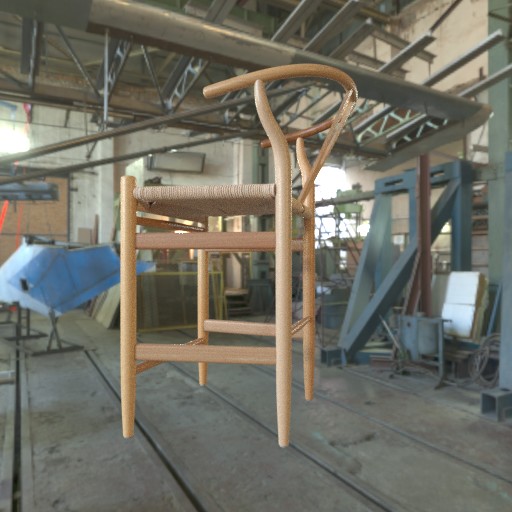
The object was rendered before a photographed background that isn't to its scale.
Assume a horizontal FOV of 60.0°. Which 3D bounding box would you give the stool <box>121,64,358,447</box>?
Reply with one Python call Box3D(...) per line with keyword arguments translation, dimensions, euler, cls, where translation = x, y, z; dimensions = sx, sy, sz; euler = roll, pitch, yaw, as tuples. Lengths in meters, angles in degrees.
Box3D(translation=(0.000, 0.000, 1.285), dimensions=(0.575, 0.923, 0.536), euler=(0, 0, 16), cls="stool")
